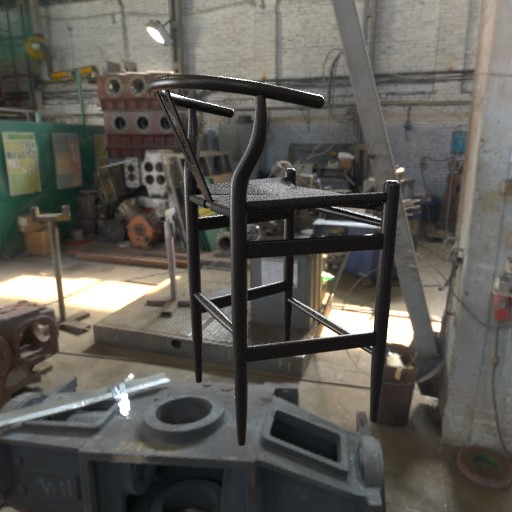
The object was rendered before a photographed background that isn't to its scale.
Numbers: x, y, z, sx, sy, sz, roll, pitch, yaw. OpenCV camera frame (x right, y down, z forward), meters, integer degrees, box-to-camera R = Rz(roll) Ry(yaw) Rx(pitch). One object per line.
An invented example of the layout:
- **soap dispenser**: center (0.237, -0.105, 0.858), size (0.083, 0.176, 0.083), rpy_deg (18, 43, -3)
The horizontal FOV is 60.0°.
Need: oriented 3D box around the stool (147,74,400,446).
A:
- **stool**: center (0.000, 0.000, 1.335), size (0.579, 0.970, 0.569), rpy_deg (-7, 17, -25)
